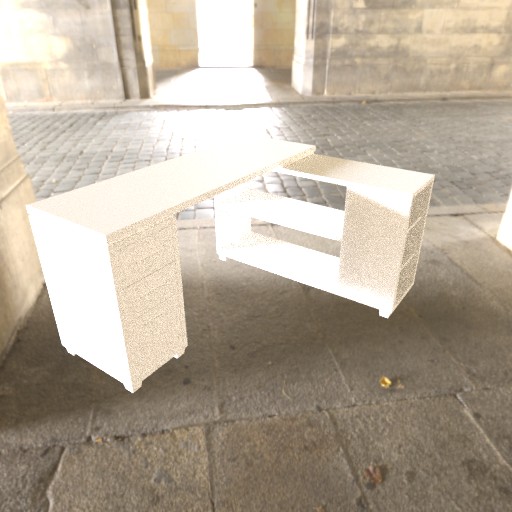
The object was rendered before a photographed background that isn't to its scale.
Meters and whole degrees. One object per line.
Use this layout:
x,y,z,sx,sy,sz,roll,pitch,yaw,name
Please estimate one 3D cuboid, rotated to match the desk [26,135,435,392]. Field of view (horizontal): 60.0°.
0.000,0.000,2.213,1.199,0.759,1.524,18,33,31,desk
